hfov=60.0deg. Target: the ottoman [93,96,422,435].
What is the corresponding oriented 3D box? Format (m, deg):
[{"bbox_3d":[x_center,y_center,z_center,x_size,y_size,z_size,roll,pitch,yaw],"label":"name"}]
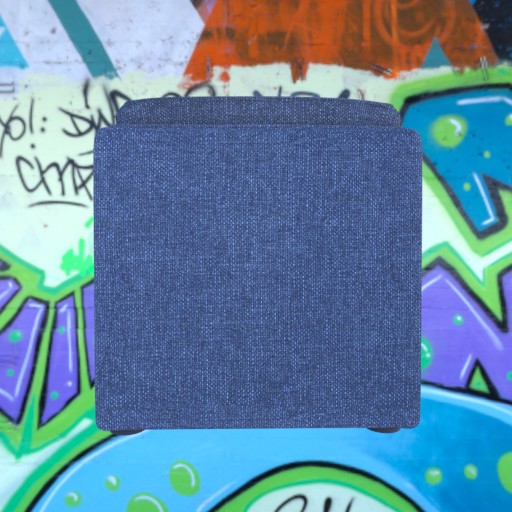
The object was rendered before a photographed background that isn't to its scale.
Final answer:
[{"bbox_3d":[0.000,0.000,0.820,0.454,0.493,0.436,0,1,-1],"label":"ottoman"}]
